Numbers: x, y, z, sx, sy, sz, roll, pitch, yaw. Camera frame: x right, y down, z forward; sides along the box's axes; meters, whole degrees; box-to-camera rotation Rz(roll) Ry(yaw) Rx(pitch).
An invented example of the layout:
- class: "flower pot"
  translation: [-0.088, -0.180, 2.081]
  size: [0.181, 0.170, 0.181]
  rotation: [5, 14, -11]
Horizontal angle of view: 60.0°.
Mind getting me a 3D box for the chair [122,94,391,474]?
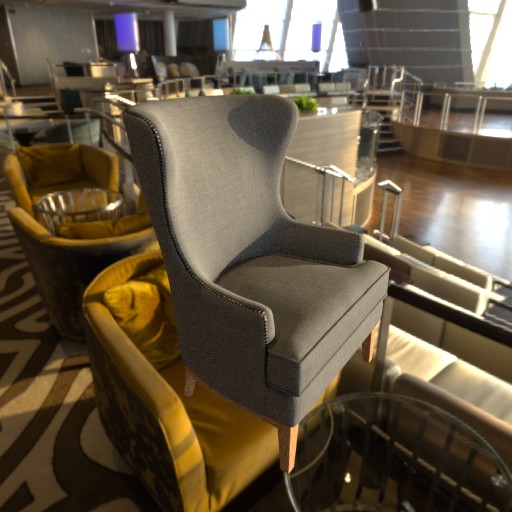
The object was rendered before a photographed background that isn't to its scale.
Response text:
- class: "chair"
  translation: [0.000, 0.000, 1.810]
  size: [0.883, 1.176, 0.864]
  rotation: [16, 29, 31]
